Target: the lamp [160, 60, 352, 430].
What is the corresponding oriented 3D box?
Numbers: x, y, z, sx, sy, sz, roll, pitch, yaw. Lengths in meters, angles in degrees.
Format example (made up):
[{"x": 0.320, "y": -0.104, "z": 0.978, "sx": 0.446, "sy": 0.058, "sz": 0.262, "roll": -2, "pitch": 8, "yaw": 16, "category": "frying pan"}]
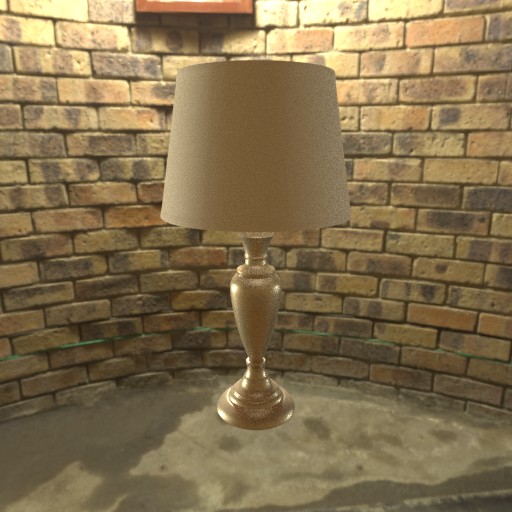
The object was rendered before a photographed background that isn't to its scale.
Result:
[{"x": 0.000, "y": 0.000, "z": 0.797, "sx": 0.328, "sy": 0.612, "sz": 0.328, "roll": 0, "pitch": 14, "yaw": 0, "category": "lamp"}]
